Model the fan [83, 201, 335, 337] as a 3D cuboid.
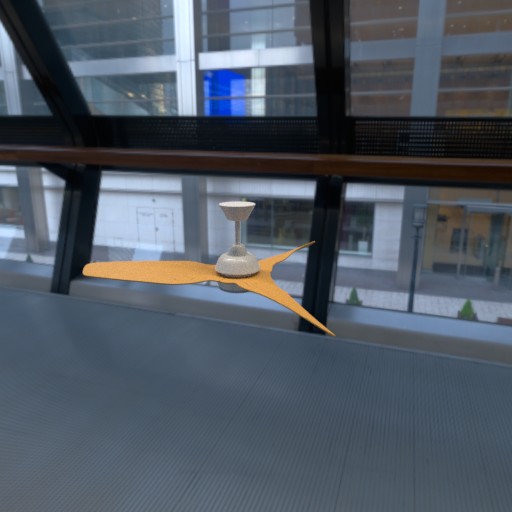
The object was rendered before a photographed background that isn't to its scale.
[{"bbox_3d":[0.000,0.000,1.661,1.142,0.355,1.010,-7,16,-26],"label":"fan"}]
